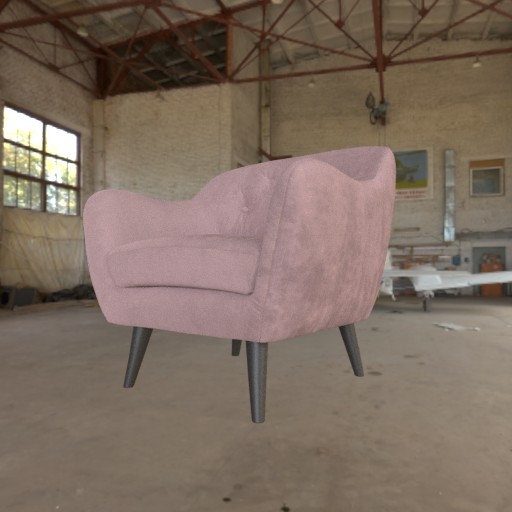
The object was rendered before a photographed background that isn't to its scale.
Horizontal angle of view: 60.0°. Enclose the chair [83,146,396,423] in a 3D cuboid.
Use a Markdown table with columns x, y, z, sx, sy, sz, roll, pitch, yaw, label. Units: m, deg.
| x | y | z | sx | sy | sz | roll | pitch | yaw | label |
| --- | --- | --- | --- | --- | --- | --- | --- | --- | --- |
| 0.000 | 0.000 | 1.506 | 0.840 | 0.820 | 0.820 | -1 | -1 | 37 | chair |
